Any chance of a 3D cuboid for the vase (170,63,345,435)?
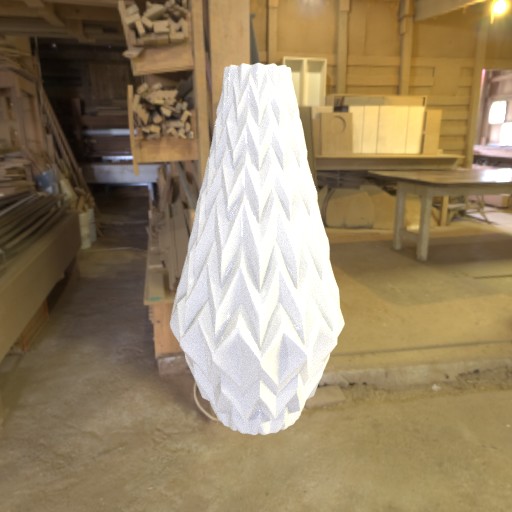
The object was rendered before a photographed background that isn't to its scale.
[{"bbox_3d":[0.000,0.000,0.416,0.167,0.328,0.167,0,16,0],"label":"vase"}]
